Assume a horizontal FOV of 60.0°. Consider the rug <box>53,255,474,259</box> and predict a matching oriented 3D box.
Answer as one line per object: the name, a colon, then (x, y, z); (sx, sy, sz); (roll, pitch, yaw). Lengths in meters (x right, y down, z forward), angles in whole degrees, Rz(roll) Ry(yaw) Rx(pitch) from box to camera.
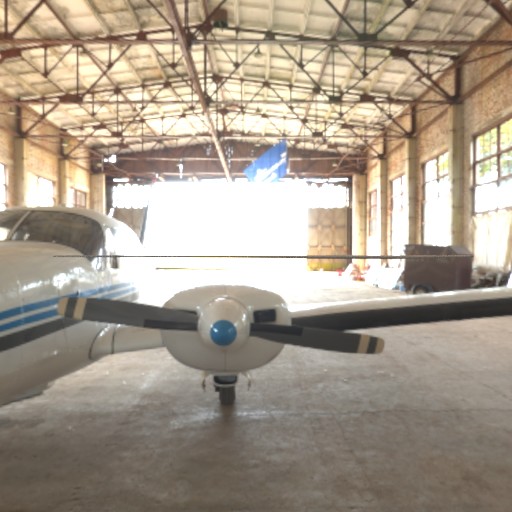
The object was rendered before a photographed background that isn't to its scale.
rug: (0.000, 0.000, 3.042); (2.460, 0.016, 1.545); (0, 0, 36)
